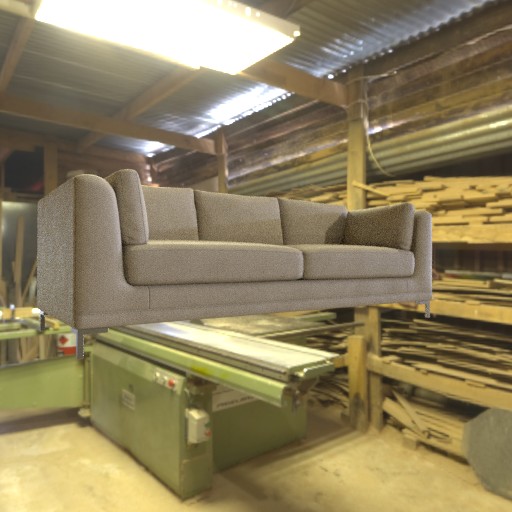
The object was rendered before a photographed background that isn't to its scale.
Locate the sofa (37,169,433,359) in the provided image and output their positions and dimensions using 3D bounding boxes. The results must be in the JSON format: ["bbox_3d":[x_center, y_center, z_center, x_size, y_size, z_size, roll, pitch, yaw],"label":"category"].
[{"bbox_3d":[0.000,0.000,2.853,2.415,0.867,0.969,0,-1,-35],"label":"sofa"}]
